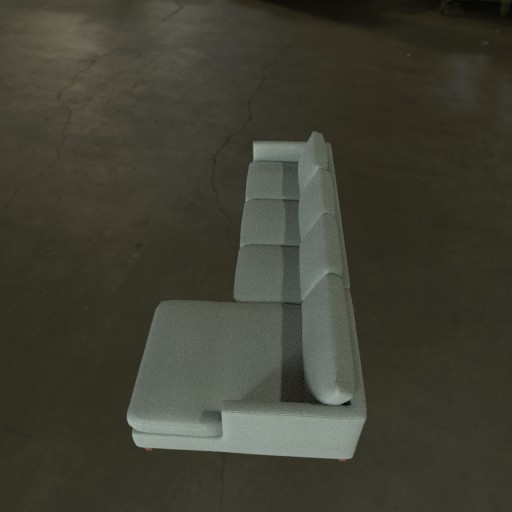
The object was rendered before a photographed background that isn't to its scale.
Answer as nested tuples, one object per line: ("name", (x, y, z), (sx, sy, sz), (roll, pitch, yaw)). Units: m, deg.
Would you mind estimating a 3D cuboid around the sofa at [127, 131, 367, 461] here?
("sofa", (0.000, 0.000, 4.193), (1.604, 0.950, 3.471), (2, 44, 2))
